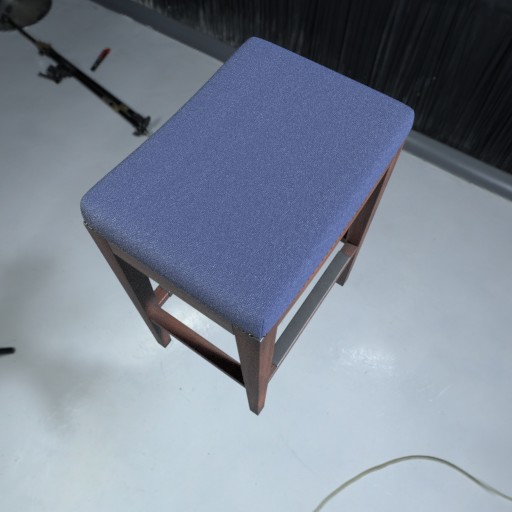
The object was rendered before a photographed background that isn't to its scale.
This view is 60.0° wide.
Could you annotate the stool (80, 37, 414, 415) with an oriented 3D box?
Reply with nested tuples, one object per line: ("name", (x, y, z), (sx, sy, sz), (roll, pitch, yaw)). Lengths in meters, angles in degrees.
("stool", (0.000, 0.000, 1.030), (0.358, 0.740, 0.498), (32, 67, 15))
